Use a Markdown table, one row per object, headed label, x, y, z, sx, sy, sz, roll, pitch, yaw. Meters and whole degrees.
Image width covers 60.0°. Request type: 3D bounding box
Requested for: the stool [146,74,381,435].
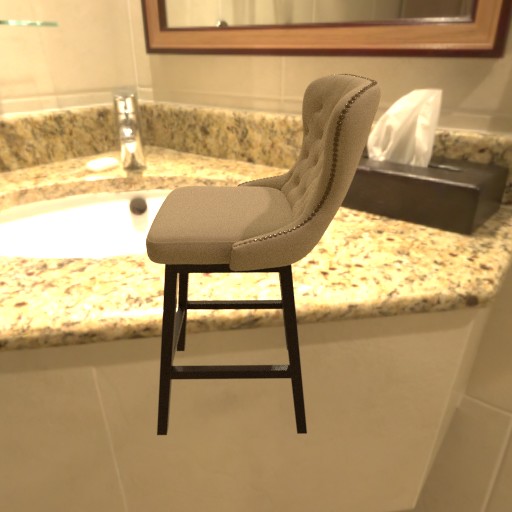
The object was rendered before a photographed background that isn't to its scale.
| label | x | y | z | sx | sy | sz | roll | pitch | yaw |
| --- | --- | --- | --- | --- | --- | --- | --- | --- | --- |
| stool | 0.000 | 0.000 | 1.298 | 0.593 | 0.971 | 0.528 | 0 | 26 | -1 |
